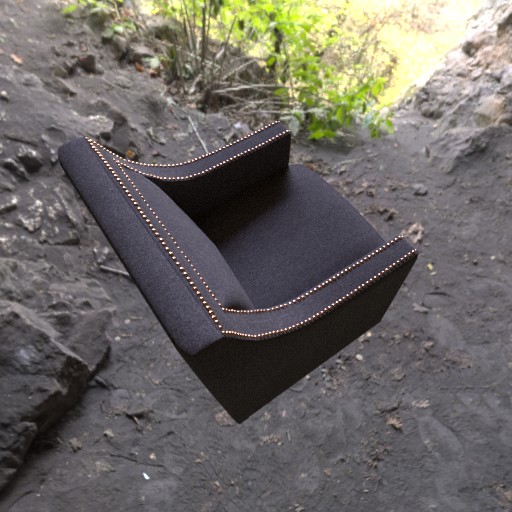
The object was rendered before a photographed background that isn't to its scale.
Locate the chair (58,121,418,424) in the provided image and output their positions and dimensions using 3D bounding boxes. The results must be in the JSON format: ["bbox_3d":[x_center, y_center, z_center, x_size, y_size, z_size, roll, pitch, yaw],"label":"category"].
[{"bbox_3d":[0.000,0.000,1.620,0.884,0.967,0.776,-31,63,-18],"label":"chair"}]
